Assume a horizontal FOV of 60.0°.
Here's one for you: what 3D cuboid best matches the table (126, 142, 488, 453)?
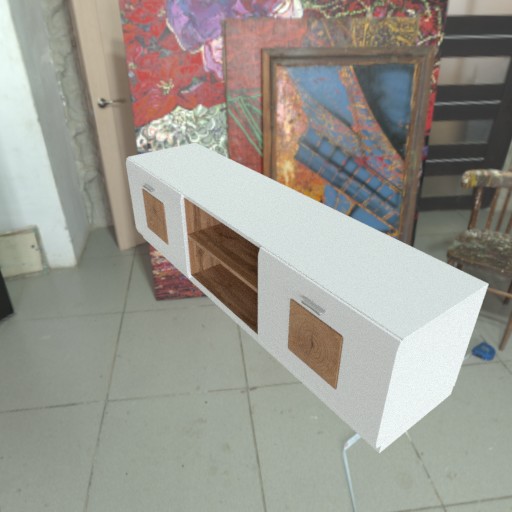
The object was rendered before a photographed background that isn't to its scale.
[{"bbox_3d":[0.000,0.000,1.731,0.400,0.440,1.550,-21,38,-31],"label":"table"}]
